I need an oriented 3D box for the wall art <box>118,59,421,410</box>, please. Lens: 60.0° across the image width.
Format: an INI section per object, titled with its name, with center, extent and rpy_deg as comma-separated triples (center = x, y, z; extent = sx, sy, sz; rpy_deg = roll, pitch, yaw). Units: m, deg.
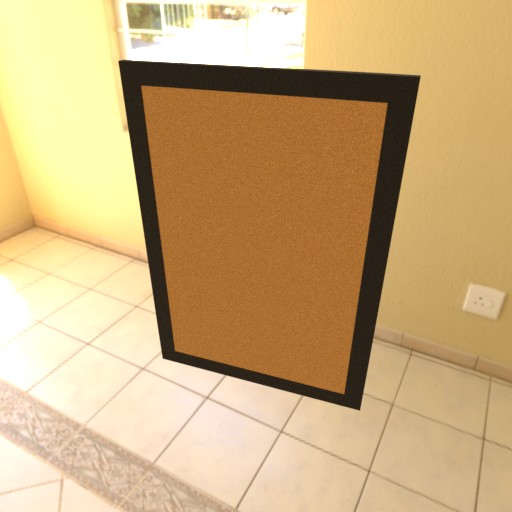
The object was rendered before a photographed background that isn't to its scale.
[wall art]
center = 0.000, 0.000, 0.675
extent = 0.380, 0.534, 0.013
rpy_deg = 10, 33, 16
